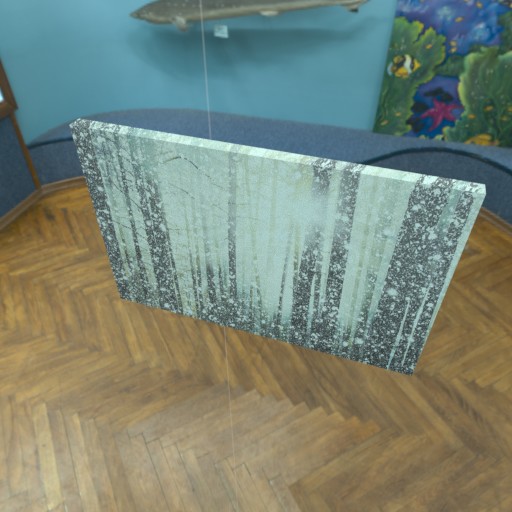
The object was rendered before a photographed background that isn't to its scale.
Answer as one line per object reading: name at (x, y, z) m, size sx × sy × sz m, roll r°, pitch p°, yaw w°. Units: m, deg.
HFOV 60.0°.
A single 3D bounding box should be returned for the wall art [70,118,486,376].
wall art at (0.000, 0.000, 1.149) m, size 0.919 × 0.598 × 0.038 m, roll 13°, pitch 43°, yaw 14°
